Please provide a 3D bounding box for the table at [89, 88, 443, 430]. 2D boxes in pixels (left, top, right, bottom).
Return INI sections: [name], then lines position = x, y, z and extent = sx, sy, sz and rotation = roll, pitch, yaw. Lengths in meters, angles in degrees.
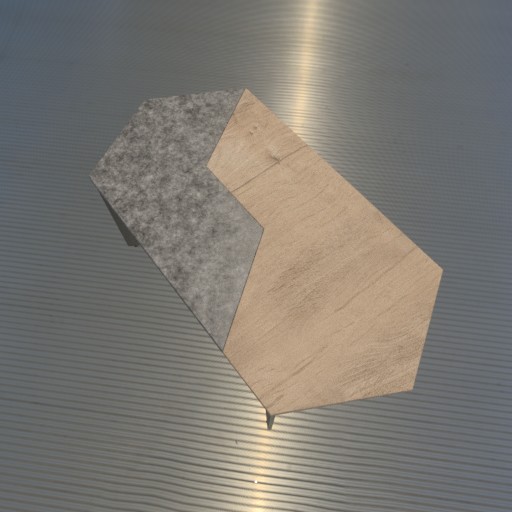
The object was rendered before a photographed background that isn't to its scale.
[table]
position = 0.000, 0.000, 1.489
extent = 0.609, 0.457, 1.219
rotation = -35, 68, -16
